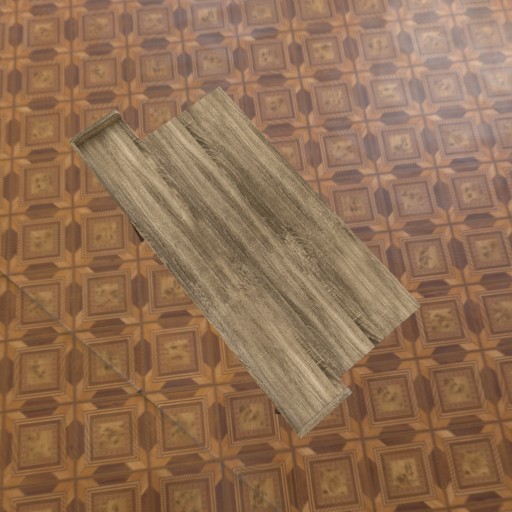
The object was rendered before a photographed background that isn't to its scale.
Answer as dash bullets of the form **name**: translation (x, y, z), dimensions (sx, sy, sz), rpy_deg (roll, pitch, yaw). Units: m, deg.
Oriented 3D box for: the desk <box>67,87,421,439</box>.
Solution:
- **desk**: translation (0.000, 0.000, 1.641), dimensions (0.605, 0.899, 1.135), rpy_deg (-38, 78, -10)
